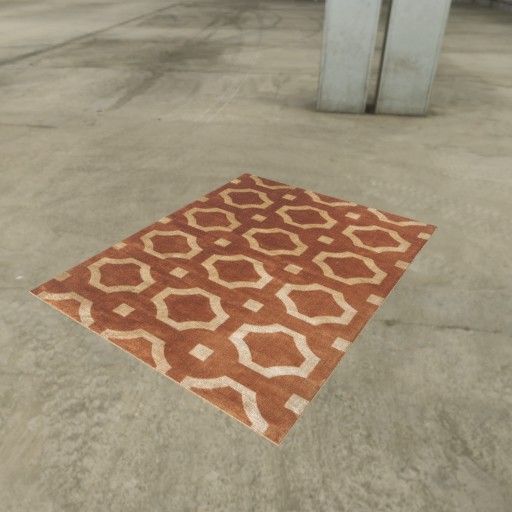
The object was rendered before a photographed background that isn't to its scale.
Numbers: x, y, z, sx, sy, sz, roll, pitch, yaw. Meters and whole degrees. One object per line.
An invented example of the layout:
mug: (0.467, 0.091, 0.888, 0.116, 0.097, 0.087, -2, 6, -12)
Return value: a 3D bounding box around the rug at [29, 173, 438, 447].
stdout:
rug: (0.000, 0.000, 4.132, 2.466, 0.021, 3.049, 21, 39, 29)
